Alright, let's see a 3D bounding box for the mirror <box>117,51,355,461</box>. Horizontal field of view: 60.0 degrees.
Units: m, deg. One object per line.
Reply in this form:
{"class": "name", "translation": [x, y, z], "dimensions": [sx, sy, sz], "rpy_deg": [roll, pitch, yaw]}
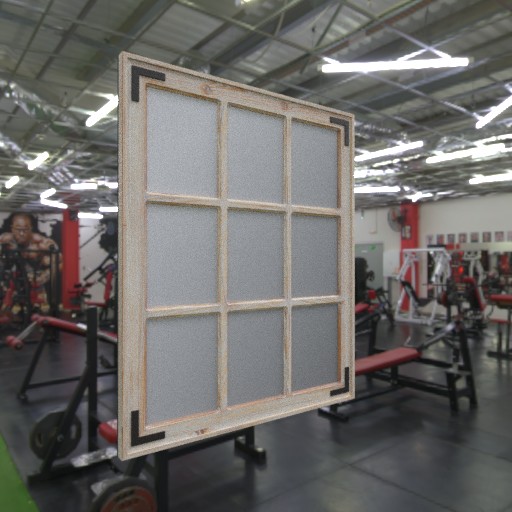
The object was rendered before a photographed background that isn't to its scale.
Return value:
{"class": "mirror", "translation": [0.000, 0.000, 1.178], "dimensions": [0.730, 0.882, 0.032], "rpy_deg": [0, 0, -35]}
